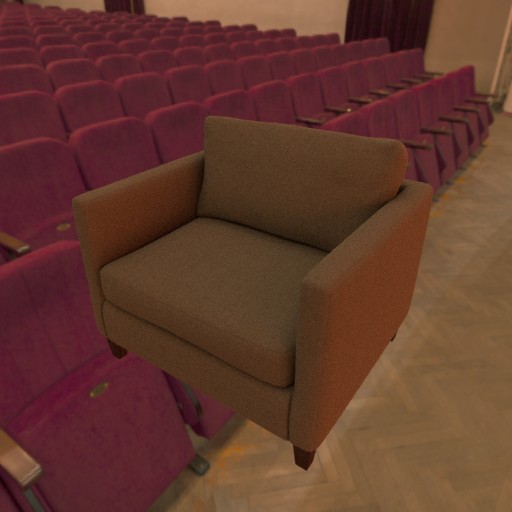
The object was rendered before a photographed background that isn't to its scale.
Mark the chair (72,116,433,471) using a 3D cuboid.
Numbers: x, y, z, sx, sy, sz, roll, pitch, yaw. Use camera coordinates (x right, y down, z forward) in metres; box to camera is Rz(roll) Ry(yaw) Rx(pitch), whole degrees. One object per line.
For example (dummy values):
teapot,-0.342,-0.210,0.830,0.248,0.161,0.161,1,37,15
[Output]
chair,0.000,0.000,1.820,1.107,0.963,0.959,19,35,30
